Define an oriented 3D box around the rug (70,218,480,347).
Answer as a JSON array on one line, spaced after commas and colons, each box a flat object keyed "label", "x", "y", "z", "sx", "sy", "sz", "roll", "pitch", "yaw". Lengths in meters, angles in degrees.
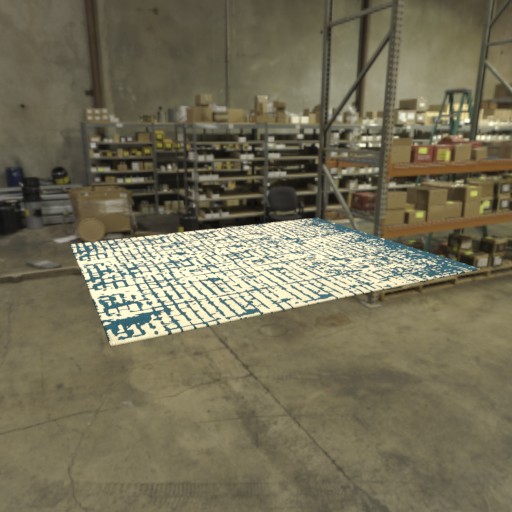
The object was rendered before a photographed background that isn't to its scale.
[{"label": "rug", "x": 0.000, "y": 0.000, "z": 4.115, "sx": 3.017, "sy": 0.014, "sz": 2.416, "roll": -8, "pitch": 18, "yaw": -26}]
